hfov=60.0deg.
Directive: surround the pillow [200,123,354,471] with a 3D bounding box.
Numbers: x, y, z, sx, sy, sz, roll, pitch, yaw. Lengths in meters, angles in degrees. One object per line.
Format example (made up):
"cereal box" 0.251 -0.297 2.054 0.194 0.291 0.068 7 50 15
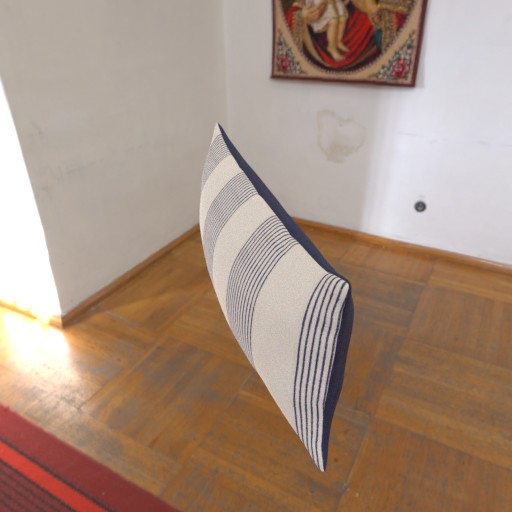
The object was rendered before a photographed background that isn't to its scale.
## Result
"pillow" 0.000 0.000 0.732 0.151 0.287 0.610 -8 32 -14
